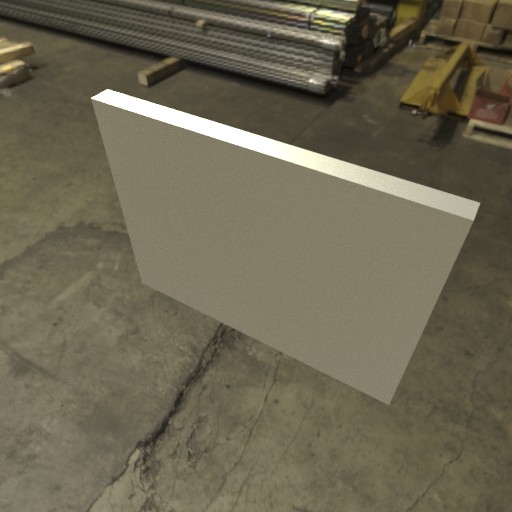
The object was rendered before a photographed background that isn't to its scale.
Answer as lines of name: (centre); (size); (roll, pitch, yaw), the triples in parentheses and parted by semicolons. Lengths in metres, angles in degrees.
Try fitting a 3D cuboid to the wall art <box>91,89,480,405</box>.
wall art: (0.000, 0.000, 1.386); (1.056, 0.801, 0.066); (23, 50, 21)
